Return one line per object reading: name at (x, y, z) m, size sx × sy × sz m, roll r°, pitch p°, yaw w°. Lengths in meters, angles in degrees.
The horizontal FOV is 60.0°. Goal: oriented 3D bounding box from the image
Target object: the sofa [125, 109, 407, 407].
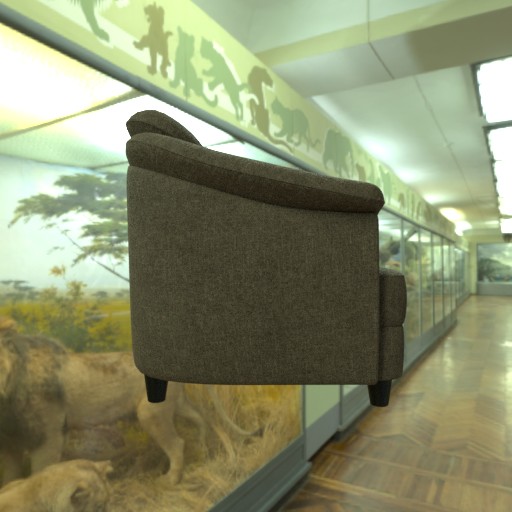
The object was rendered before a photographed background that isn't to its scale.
sofa at (0.000, 0.000, 1.454) m, size 0.794 × 0.811 × 0.870 m, roll 0°, pitch -1°, yaw -1°
